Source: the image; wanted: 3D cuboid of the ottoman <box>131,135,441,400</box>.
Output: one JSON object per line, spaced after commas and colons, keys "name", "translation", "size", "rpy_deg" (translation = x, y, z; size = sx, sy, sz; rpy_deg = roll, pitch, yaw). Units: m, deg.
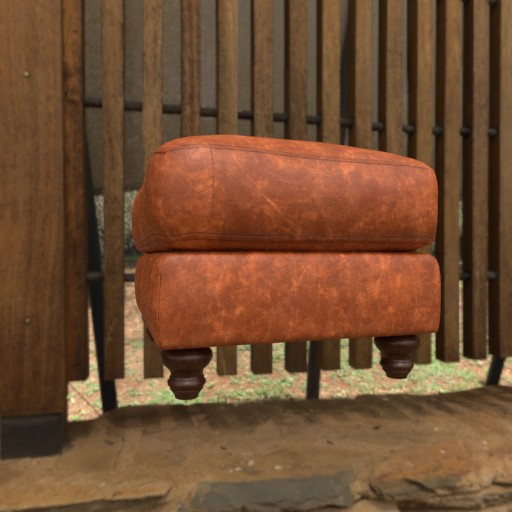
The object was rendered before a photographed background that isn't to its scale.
{"name": "ottoman", "translation": [0.000, 0.000, 1.255], "size": [0.657, 0.562, 0.832], "rpy_deg": [0, 0, -18]}
